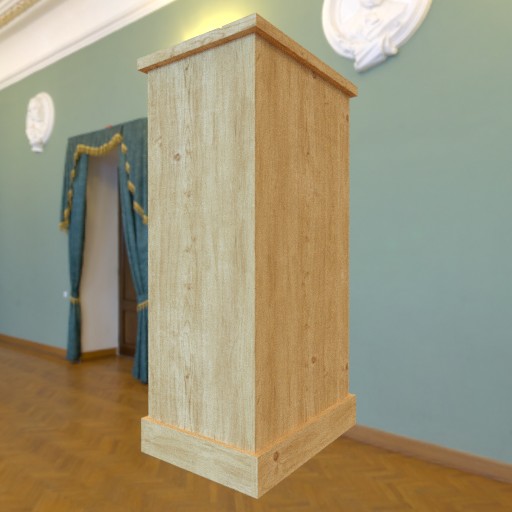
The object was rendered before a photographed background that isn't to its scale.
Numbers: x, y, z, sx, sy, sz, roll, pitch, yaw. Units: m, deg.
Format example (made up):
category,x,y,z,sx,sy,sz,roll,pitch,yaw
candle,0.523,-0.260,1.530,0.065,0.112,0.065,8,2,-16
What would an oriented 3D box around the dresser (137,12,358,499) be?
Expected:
category,x,y,z,sx,sy,sz,roll,pitch,yaw
dresser,0.000,0.000,1.276,0.390,1.041,0.531,0,1,36
